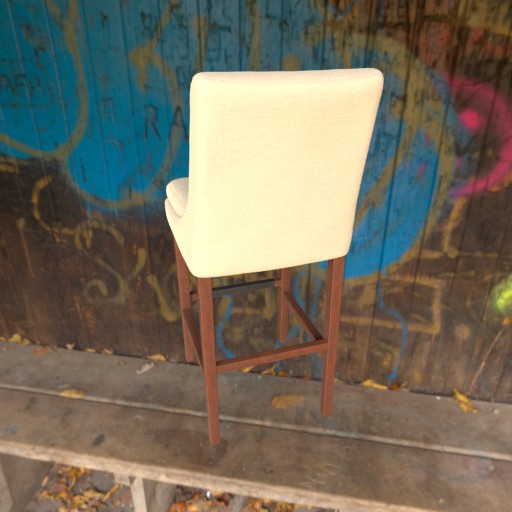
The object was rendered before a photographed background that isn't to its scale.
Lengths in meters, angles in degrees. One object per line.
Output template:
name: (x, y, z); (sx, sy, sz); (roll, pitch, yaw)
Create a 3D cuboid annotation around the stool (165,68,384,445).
stool: (0.000, 0.000, 1.350); (0.470, 1.078, 0.577); (-8, 28, -16)
